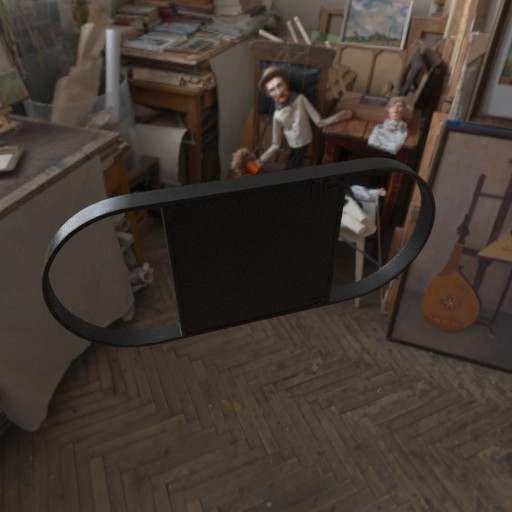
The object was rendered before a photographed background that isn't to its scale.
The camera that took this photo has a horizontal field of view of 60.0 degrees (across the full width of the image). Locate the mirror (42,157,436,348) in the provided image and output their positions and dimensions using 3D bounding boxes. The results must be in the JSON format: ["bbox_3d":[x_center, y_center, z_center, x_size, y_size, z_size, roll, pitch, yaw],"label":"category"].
[{"bbox_3d":[0.000,0.000,0.657,0.584,0.254,0.032,-11,41,-13],"label":"mirror"}]
